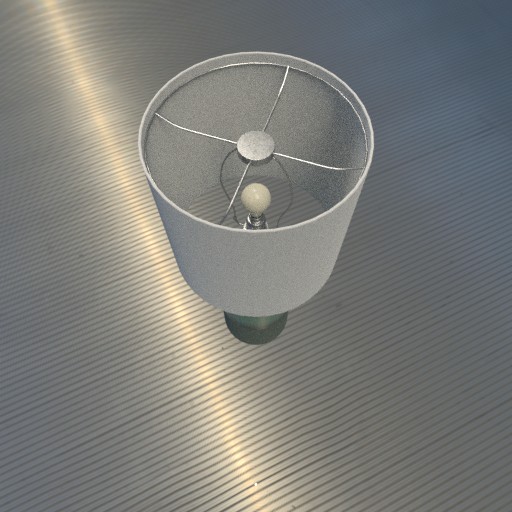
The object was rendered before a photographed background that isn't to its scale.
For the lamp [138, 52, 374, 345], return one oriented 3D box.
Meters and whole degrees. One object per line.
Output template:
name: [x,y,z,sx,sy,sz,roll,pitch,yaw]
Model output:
lamp: [0.000,0.000,0.619,0.212,0.493,0.212,17,64,9]
